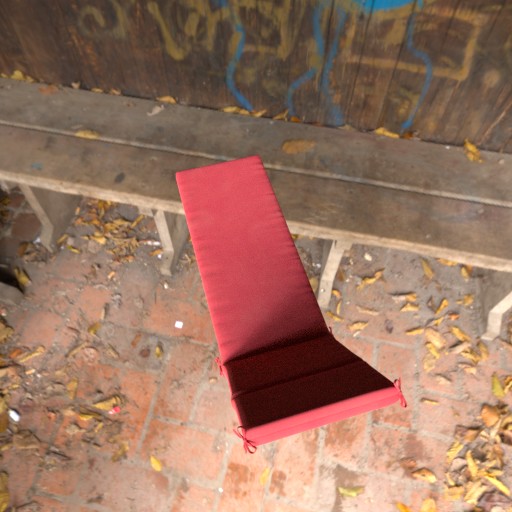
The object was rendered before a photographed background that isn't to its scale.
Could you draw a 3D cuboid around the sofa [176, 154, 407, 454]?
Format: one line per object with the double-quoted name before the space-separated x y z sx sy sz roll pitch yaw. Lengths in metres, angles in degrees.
"sofa" 0.000 0.000 2.018 0.582 0.622 1.663 -14 60 -8
